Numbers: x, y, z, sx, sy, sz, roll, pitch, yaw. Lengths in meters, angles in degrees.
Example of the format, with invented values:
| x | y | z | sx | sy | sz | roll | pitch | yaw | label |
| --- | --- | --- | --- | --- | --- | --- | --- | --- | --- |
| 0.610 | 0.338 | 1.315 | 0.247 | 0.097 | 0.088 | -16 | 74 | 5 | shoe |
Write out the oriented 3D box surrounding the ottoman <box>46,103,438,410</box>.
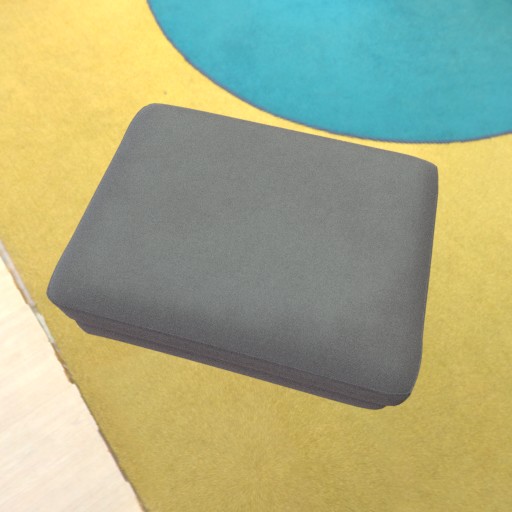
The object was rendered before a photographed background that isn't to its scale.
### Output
| x | y | z | sx | sy | sz | roll | pitch | yaw | label |
| --- | --- | --- | --- | --- | --- | --- | --- | --- | --- |
| 0.000 | 0.000 | 1.156 | 0.811 | 0.449 | 0.608 | 14 | 65 | 7 | ottoman |
